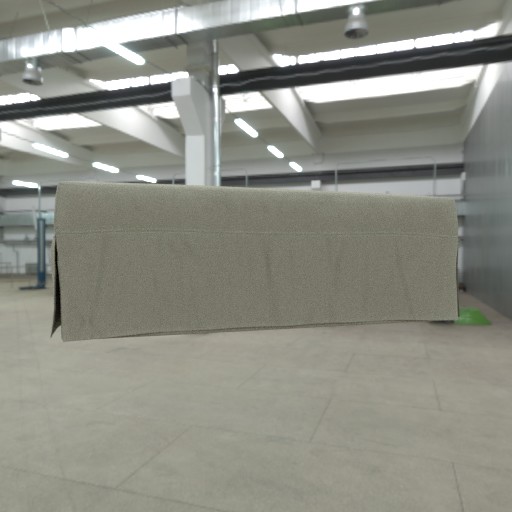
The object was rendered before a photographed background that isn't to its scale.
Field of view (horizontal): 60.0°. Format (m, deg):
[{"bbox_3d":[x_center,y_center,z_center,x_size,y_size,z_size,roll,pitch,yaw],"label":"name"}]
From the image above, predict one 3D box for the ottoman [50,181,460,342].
[{"bbox_3d":[0.000,0.000,1.703,1.388,0.457,0.665,0,1,-17],"label":"ottoman"}]
